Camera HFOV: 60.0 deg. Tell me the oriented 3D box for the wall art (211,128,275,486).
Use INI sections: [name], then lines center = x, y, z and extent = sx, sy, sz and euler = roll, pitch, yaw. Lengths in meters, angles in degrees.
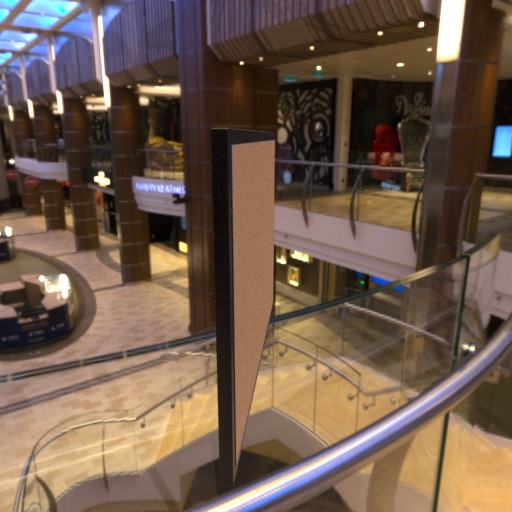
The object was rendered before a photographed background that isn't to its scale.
[wall art]
center = 0.000, 0.000, 0.565
extent = 0.013, 0.306, 0.440
euler = 2, 15, 7
